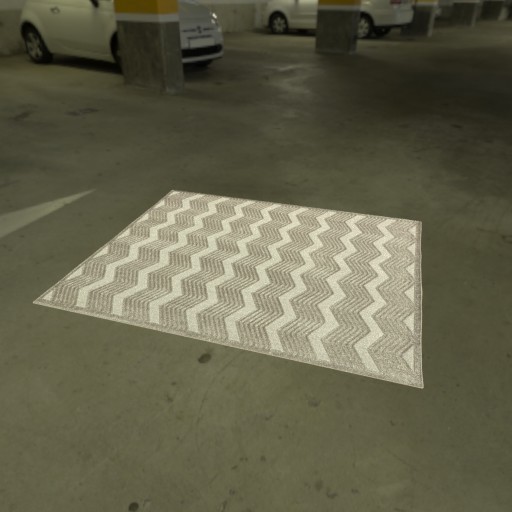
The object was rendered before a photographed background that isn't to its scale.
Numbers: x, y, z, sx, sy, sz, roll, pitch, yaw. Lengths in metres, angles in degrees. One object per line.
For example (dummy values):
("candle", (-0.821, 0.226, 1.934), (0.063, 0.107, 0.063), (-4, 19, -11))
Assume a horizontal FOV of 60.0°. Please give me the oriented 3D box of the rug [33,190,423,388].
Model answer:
("rug", (0.000, 0.000, 4.038), (2.880, 0.005, 2.391), (9, 32, 15))
